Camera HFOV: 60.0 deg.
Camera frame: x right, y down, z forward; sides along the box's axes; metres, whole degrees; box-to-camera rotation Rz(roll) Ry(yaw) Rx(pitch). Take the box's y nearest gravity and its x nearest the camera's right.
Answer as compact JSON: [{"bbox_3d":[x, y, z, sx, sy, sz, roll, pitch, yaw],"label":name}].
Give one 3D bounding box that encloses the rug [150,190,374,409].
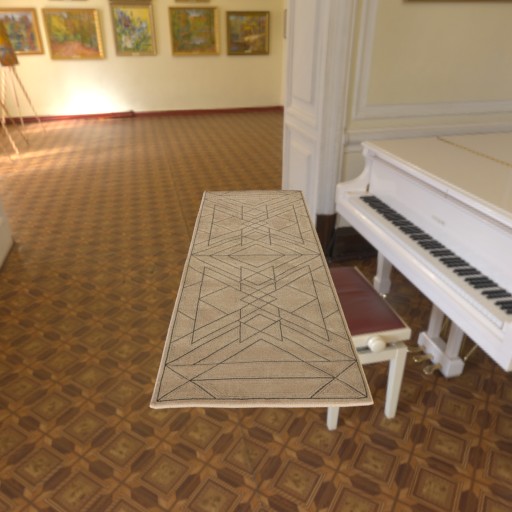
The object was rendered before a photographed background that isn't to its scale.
[{"bbox_3d":[0.000,0.000,2.683,0.831,0.036,2.381,0,28,-1],"label":"rug"}]
